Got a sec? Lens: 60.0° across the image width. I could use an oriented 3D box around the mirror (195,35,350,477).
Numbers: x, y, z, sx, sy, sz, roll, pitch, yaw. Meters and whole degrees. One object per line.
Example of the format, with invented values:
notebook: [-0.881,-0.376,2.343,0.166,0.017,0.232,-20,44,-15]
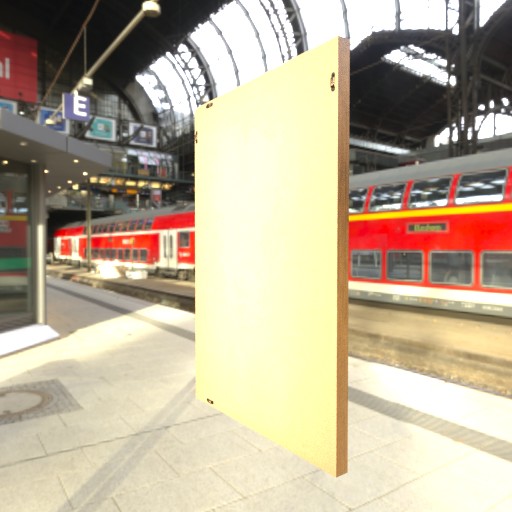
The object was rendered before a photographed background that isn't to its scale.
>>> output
mirror: [0.000,0.000,1.170,0.040,0.915,0.609,-1,2,-36]
